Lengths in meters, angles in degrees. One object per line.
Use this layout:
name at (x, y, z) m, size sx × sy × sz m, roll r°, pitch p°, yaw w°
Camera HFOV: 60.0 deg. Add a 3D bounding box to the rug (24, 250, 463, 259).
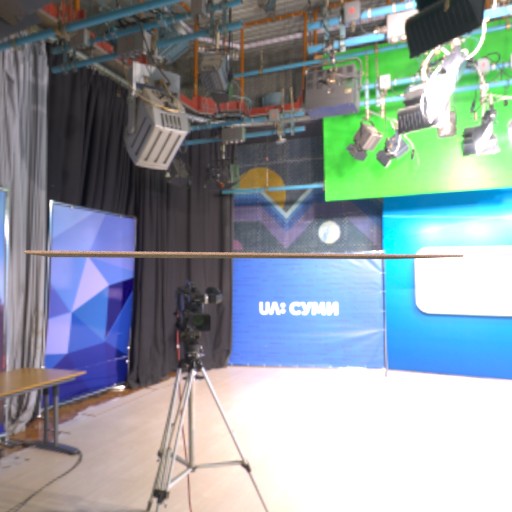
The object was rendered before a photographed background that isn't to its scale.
rug at (0.000, 0.000, 2.723) m, size 2.435 × 0.015 × 0.760 m, roll 0°, pitch -2°, yaw -16°
